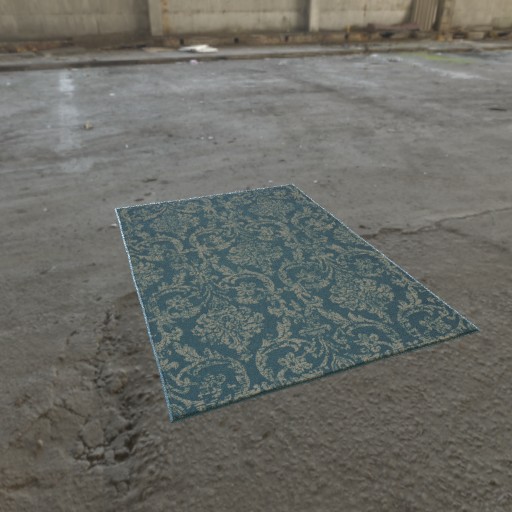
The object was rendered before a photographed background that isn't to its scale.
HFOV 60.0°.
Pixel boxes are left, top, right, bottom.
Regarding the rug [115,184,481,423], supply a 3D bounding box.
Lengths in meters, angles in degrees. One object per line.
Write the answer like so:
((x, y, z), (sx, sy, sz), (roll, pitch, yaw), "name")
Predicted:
((0.000, 0.000, 2.854), (1.554, 0.012, 2.205), (-11, 31, -18), "rug")
